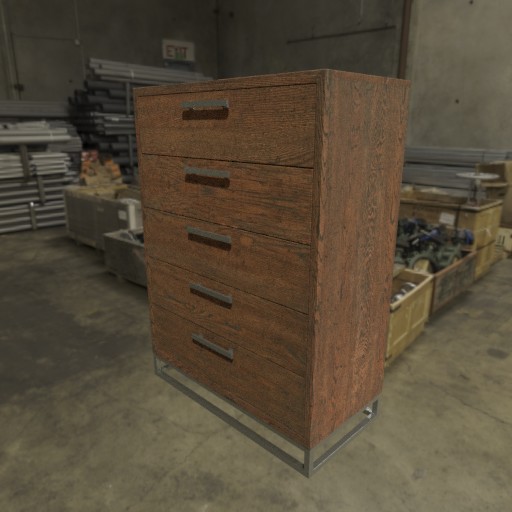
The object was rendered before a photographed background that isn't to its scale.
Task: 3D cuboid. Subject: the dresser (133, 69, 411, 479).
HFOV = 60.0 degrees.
[{"bbox_3d":[0.000,0.000,1.827,0.965,1.321,0.508,16,23,42],"label":"dresser"}]
